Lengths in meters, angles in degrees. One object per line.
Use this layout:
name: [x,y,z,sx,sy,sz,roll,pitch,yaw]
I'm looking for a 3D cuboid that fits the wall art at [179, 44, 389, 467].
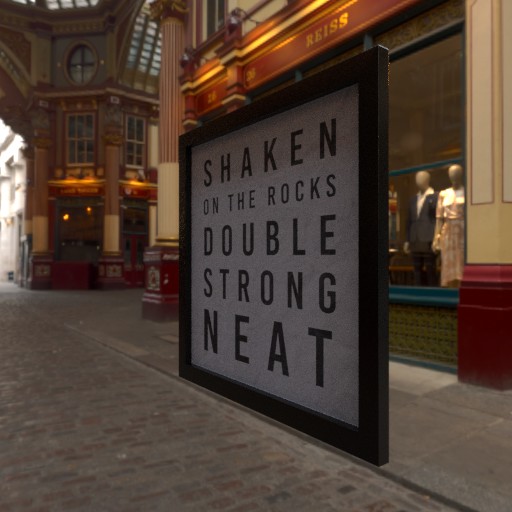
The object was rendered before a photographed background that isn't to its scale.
wall art: [0.000,0.000,0.508,0.014,0.349,0.349,0,0,-38]
